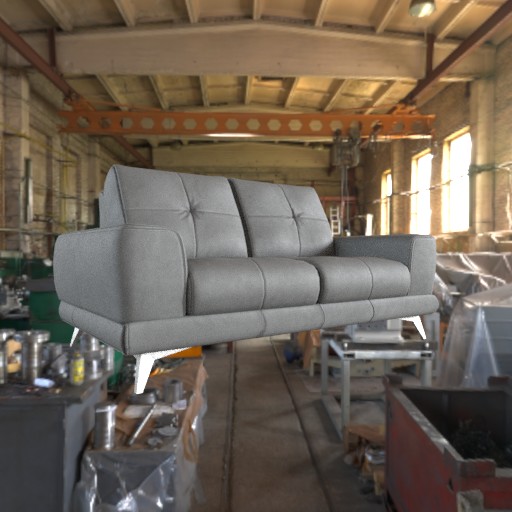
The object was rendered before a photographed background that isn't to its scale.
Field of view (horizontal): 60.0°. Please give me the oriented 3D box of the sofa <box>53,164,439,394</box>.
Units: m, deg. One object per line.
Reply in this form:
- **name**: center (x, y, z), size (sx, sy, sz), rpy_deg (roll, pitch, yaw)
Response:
- **sofa**: center (0.000, 0.000, 2.320), size (1.806, 0.907, 1.018), rpy_deg (0, 1, -36)
